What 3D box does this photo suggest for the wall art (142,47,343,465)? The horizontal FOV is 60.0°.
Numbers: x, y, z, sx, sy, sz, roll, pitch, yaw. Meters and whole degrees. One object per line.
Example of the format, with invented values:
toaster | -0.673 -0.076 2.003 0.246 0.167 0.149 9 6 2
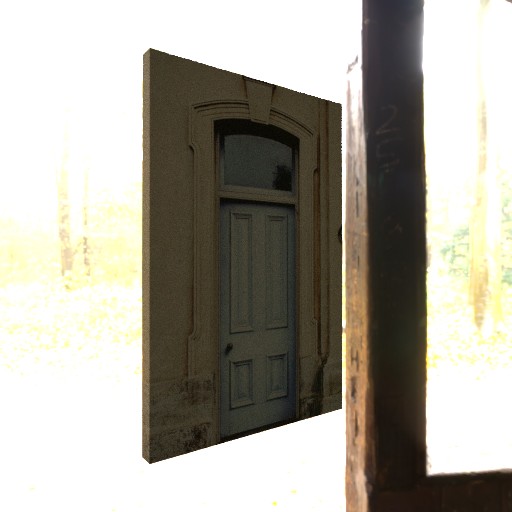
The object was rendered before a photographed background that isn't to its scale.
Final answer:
wall art | 0.000 0.000 0.975 0.508 0.764 0.038 0 0 -36
